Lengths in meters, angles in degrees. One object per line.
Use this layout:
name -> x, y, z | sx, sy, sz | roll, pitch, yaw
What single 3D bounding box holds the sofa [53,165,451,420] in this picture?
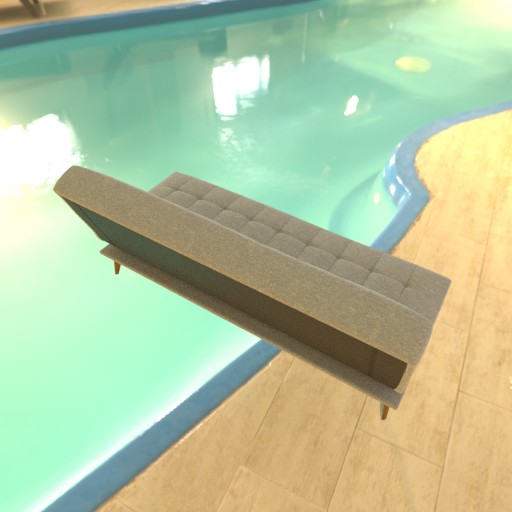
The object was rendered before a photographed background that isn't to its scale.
sofa -> 0.000, 0.000, 2.267 | 1.800, 0.810, 0.860 | 24, 50, 22
